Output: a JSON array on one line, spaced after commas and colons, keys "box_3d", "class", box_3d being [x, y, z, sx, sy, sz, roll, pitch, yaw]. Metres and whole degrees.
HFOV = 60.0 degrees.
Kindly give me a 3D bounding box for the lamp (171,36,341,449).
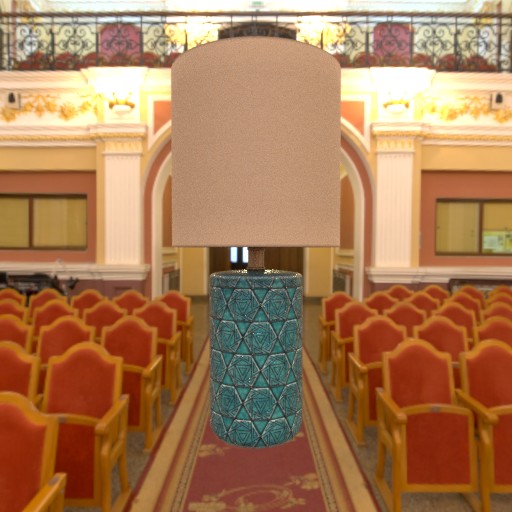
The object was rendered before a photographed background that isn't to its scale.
[{"box_3d": [0.000, 0.000, 0.742, 0.278, 0.597, 0.278, 0, 1, 0], "class": "lamp"}]
